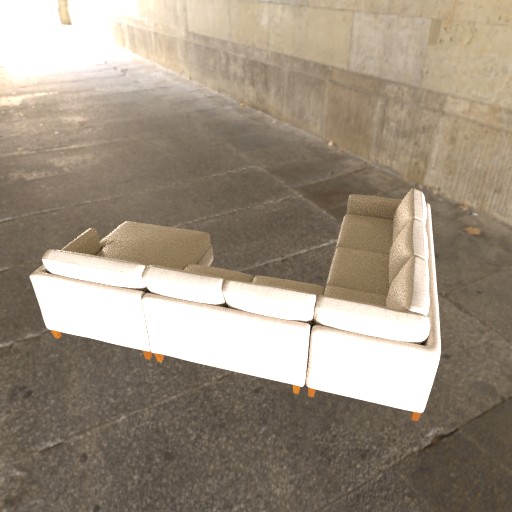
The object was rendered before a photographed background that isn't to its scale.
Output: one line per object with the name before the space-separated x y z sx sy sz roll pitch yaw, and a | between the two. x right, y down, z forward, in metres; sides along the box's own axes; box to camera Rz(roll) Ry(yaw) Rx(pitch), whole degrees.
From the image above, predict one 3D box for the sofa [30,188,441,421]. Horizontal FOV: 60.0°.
sofa | 0.000 0.000 4.641 3.460 0.961 2.594 9 34 14
